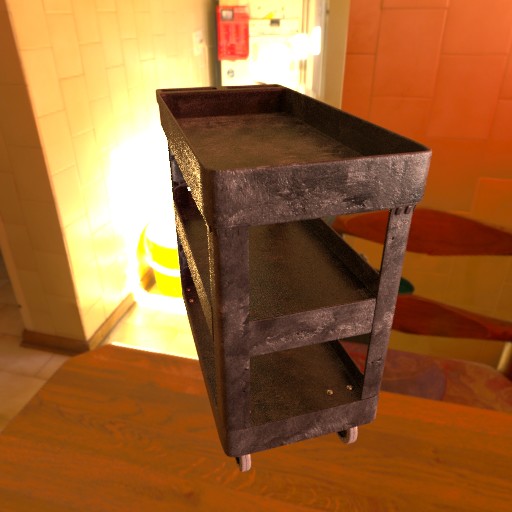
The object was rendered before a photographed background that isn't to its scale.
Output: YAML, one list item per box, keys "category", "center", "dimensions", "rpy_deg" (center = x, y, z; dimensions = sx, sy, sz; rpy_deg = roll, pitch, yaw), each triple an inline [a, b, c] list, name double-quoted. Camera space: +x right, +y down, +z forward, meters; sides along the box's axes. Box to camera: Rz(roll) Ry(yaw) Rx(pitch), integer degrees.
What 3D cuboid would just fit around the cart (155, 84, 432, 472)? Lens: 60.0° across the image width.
- category: "cart"
  center: [0.000, 0.000, 1.298]
  dimensions: [0.420, 0.824, 0.877]
  rpy_deg: [-8, 30, -14]
